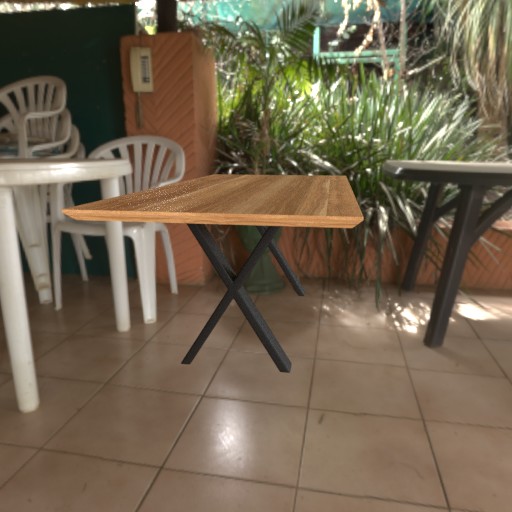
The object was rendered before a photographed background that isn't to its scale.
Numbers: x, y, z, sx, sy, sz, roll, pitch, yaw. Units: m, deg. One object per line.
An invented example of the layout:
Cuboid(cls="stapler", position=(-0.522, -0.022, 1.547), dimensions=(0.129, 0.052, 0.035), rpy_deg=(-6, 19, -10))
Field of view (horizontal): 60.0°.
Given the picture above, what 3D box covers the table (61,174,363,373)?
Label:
Cuboid(cls="table", position=(0.000, 0.000, 2.471), dimensions=(1.000, 0.770, 2.000), rpy_deg=(2, 14, 9))
